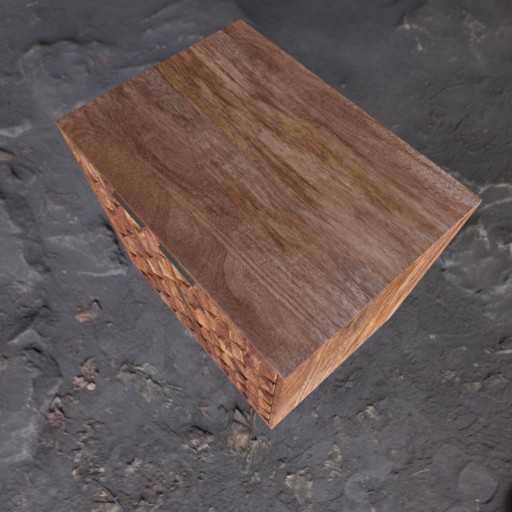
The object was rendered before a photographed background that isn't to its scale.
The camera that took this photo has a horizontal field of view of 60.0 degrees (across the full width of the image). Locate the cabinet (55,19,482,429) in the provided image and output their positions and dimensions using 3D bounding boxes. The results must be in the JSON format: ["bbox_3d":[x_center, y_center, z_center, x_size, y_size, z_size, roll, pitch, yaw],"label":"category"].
[{"bbox_3d":[0.000,0.000,1.139,0.473,0.758,0.647,-38,69,-18],"label":"cabinet"}]
